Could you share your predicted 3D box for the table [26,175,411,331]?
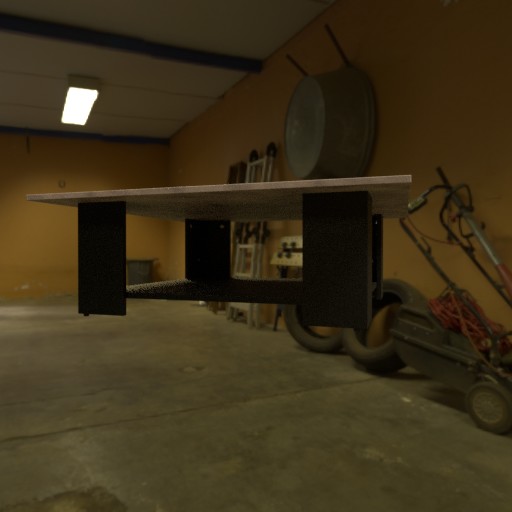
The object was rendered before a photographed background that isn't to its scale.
[{"bbox_3d":[0.000,0.000,1.368,0.890,0.305,0.890,0,1,18],"label":"table"}]
